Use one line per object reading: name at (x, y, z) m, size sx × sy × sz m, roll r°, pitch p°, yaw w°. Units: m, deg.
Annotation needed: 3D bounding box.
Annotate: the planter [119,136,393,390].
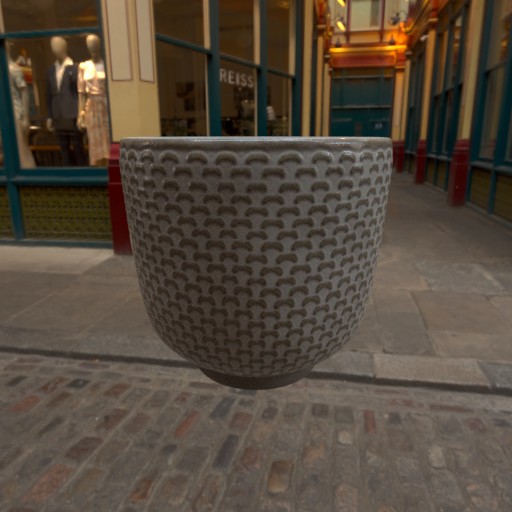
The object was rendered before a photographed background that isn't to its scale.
planter at (0.000, 0.000, 0.309) m, size 0.173 × 0.160 × 0.173 m, roll 0°, pitch 15°, yaw 0°
